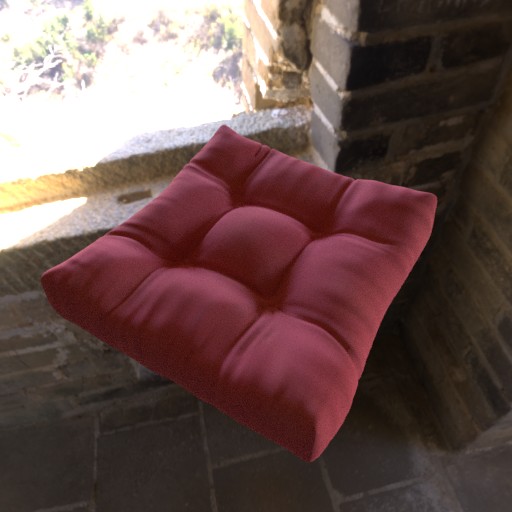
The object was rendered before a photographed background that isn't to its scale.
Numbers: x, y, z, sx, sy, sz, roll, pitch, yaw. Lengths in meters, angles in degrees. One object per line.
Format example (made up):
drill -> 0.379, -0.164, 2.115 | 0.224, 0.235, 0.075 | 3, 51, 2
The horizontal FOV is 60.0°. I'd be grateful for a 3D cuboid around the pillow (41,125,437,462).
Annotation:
pillow -> 0.000, 0.000, 0.731 | 0.468, 0.128, 0.490 | 24, 52, 20
